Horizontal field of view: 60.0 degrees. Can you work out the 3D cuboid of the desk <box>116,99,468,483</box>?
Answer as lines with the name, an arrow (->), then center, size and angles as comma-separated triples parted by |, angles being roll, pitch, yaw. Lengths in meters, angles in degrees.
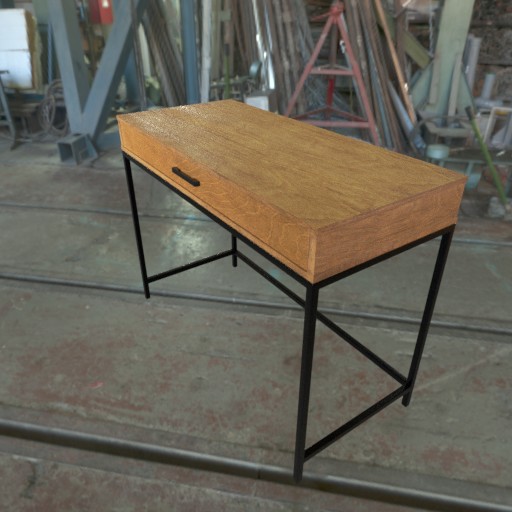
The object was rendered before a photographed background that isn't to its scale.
desk -> 0.000, 0.000, 1.444 | 0.470, 0.762, 1.016 | -20, 36, -29
